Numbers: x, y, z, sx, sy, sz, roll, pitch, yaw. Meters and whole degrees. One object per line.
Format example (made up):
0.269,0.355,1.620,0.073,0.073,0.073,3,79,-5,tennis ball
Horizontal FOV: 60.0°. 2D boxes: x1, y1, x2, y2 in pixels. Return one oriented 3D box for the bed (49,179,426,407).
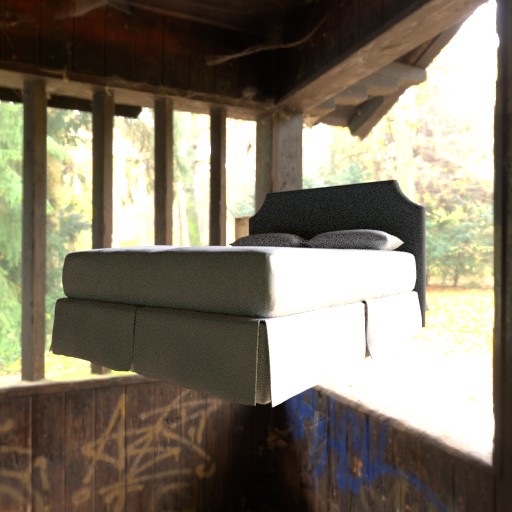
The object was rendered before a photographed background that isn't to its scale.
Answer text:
0.000,0.000,3.261,1.811,1.296,2.259,0,0,37,bed
